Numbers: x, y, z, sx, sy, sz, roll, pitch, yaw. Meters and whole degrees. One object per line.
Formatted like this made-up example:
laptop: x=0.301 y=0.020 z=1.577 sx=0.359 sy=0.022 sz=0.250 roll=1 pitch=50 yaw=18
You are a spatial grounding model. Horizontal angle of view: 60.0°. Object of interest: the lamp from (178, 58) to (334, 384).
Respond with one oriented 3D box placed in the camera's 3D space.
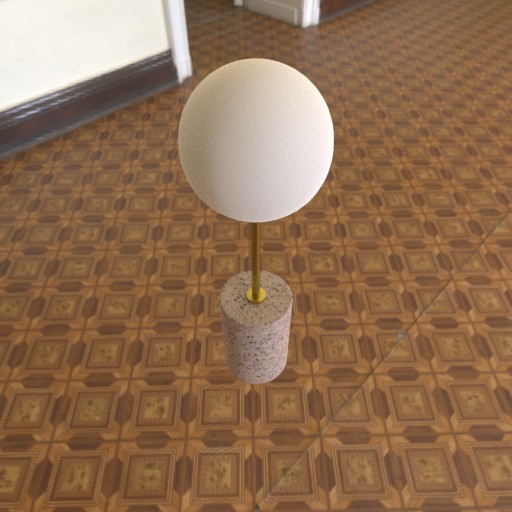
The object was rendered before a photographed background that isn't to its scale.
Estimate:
lamp: x=0.000 y=0.000 z=0.560 sx=0.153 sy=0.480 sz=0.153 roll=0 pitch=46 yaw=0
